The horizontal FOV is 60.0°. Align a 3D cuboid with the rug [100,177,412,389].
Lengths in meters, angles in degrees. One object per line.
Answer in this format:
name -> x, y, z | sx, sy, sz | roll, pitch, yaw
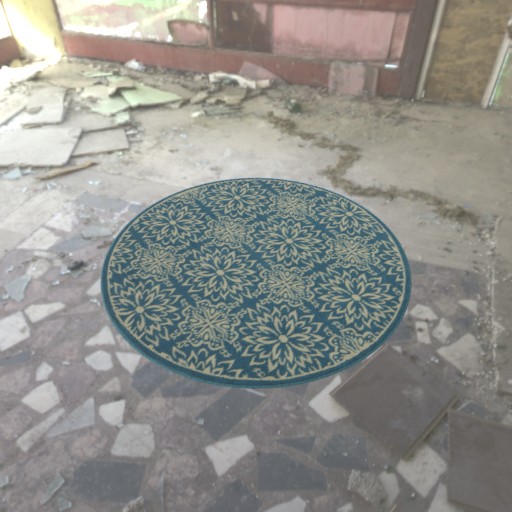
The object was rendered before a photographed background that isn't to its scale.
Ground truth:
rug -> 0.000, 0.000, 2.346 | 1.593, 0.012, 1.593 | 0, 41, 0
